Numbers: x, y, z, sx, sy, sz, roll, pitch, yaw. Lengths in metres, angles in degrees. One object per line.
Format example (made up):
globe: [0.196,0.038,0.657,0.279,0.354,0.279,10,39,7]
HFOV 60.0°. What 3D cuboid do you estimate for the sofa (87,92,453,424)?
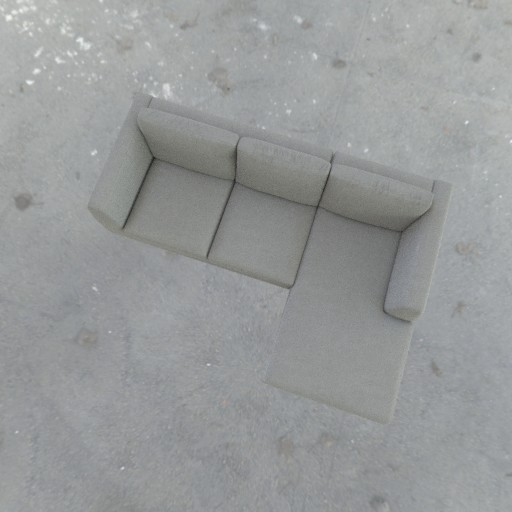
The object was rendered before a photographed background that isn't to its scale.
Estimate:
sofa: [0.000,0.000,3.054,2.300,0.860,1.580,18,76,4]
